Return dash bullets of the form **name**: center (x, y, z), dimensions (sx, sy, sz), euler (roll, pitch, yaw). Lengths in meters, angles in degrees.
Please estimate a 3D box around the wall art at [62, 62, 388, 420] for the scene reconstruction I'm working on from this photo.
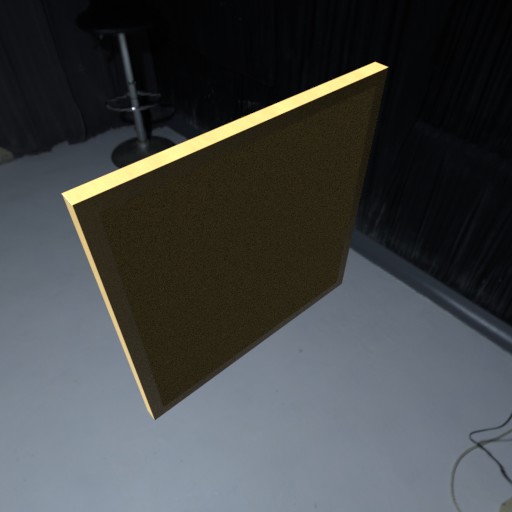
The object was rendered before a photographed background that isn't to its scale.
- **wall art**: center (0.000, 0.000, 2.861), dimensions (1.935, 1.936, 0.097), euler (-31, 54, -27)
